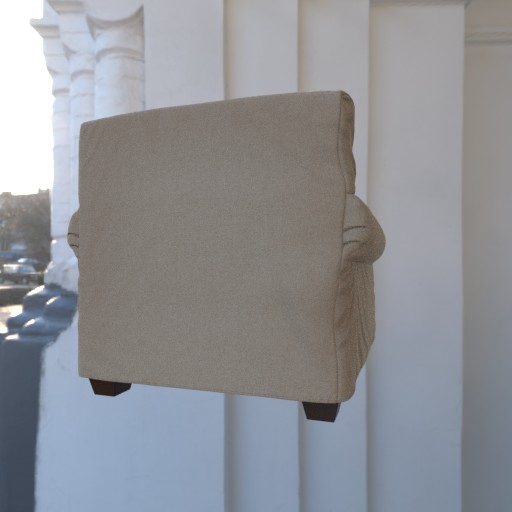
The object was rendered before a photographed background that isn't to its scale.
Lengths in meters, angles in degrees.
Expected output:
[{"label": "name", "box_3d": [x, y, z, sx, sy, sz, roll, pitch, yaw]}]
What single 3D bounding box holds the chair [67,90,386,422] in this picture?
[{"label": "chair", "box_3d": [0.000, 0.000, 1.699, 0.940, 0.866, 1.066, 0, -1, 19]}]
